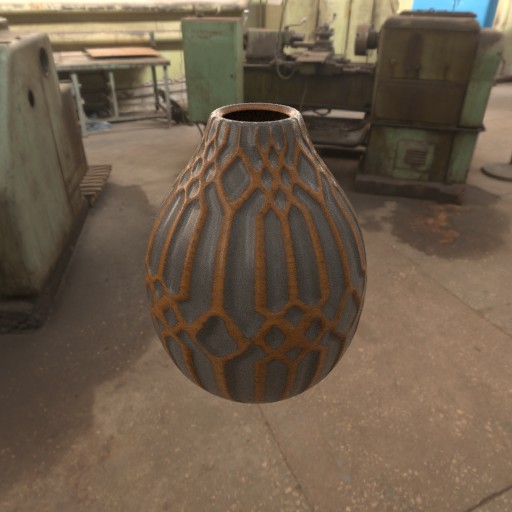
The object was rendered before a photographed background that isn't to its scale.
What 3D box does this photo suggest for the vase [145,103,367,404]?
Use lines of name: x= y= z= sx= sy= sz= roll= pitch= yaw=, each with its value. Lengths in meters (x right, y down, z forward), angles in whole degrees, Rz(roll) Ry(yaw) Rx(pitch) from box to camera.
vase: x=0.000 y=0.000 z=0.138 sx=0.069 sy=0.088 sz=0.069 roll=0 pitch=31 yaw=0
